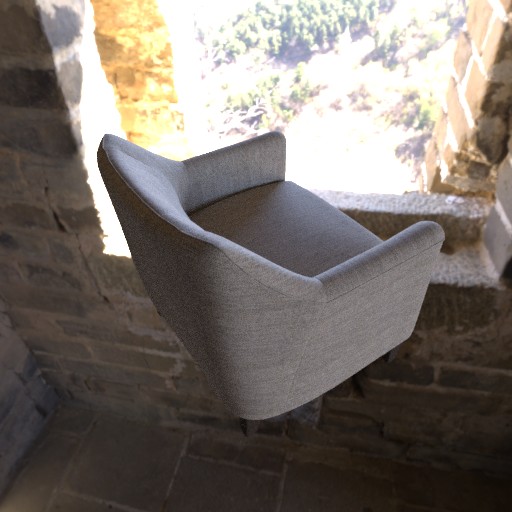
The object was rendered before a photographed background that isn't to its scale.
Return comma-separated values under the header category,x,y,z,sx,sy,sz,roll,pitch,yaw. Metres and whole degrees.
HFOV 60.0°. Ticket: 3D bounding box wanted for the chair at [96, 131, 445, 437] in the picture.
category,x,y,z,sx,sy,sz,roll,pitch,yaw
chair,0.000,0.000,1.404,0.758,0.761,0.796,-24,46,-26
